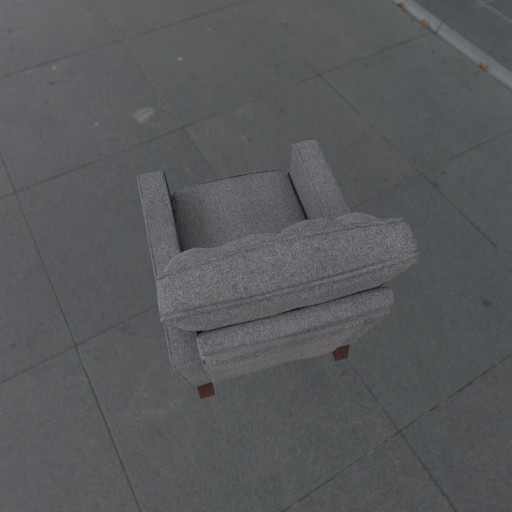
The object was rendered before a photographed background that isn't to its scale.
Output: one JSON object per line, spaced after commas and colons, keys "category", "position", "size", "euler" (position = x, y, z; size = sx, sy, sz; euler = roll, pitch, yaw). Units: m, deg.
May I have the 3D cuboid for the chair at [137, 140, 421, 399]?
{"category": "chair", "position": [0.000, 0.000, 1.452], "size": [0.650, 0.889, 0.775], "euler": [-13, 60, -8]}
